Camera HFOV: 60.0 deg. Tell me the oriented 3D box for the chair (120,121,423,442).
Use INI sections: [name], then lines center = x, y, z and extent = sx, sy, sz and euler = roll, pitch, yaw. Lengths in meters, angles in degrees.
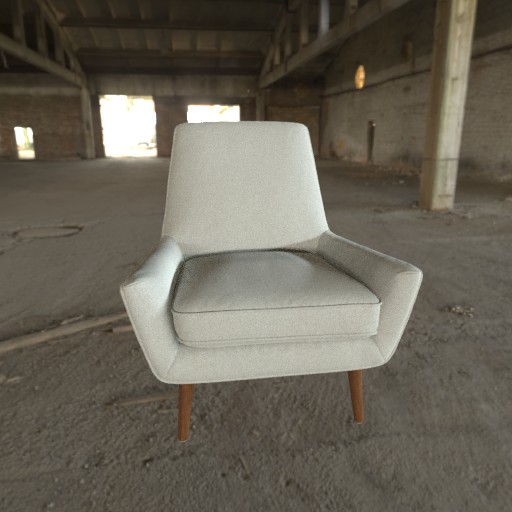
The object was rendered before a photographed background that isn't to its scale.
[chair]
center = 0.000, 0.000, 1.494
extent = 0.787, 0.888, 0.822
euler = -2, 15, -9
